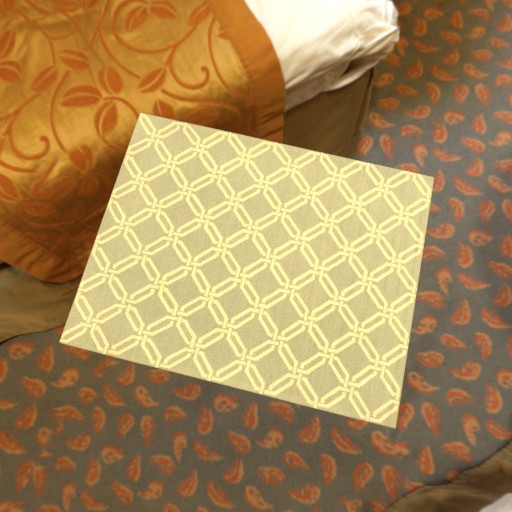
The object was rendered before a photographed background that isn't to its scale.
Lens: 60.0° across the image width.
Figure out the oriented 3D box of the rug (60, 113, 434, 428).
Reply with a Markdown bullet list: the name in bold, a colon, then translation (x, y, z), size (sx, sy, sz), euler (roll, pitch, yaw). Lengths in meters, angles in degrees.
- **rug**: translation (0.000, 0.000, 3.974), size (2.895, 0.018, 2.288), euler (13, 76, 3)
